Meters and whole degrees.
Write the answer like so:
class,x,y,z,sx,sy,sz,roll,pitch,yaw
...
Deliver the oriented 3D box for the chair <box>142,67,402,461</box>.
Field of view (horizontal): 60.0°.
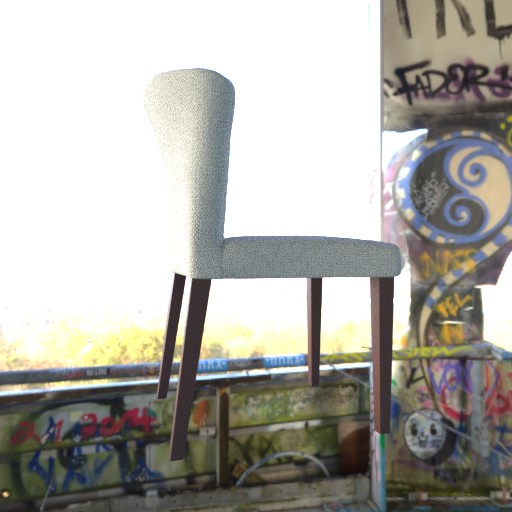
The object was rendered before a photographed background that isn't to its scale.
class,x,y,z,sx,sy,sz,roll,pitch,yaw
chair,0.000,0.000,1.183,0.589,0.839,0.491,0,0,-16
